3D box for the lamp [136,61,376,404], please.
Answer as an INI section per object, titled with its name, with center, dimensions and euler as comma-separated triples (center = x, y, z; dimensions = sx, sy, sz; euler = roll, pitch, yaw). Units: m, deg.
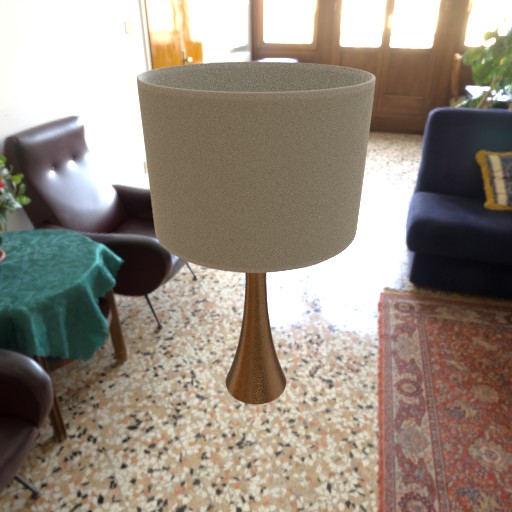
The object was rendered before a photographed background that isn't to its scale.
[lamp]
center = 0.000, 0.000, 0.625
dimensions = 0.268, 0.479, 0.268
euler = -11, 31, -18
